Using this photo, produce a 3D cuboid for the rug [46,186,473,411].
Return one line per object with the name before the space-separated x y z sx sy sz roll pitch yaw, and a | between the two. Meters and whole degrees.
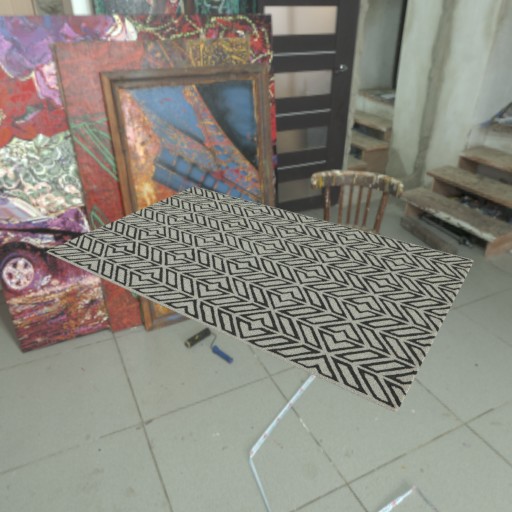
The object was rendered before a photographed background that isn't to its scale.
rug | 0.000 0.000 2.969 2.438 0.008 1.523 18 34 29
